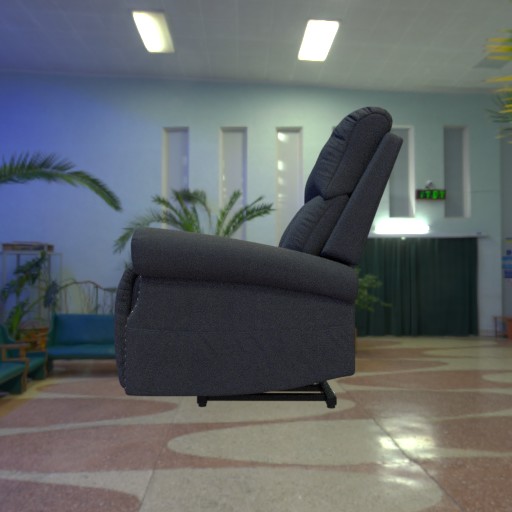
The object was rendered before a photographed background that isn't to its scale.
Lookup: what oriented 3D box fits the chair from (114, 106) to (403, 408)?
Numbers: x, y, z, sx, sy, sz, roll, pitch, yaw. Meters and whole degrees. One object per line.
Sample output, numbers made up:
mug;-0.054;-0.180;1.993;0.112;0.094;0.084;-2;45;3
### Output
chair;0.000;0.000;1.777;0.979;1.031;0.871;0;-2;0
